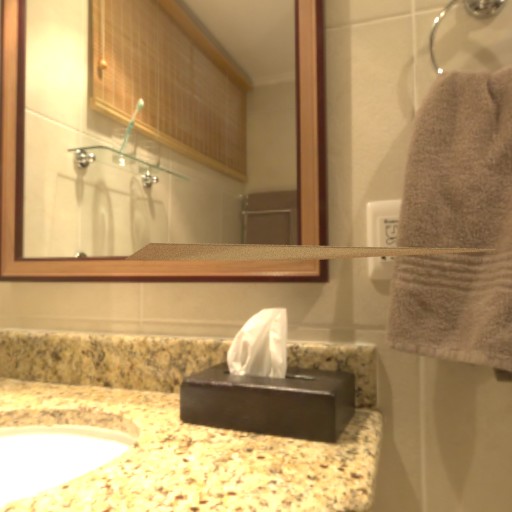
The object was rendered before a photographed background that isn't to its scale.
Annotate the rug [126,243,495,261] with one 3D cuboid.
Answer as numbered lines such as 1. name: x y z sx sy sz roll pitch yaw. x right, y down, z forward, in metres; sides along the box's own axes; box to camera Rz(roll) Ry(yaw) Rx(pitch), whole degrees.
1. rug: 0.000 0.000 2.294 1.234 0.006 1.850 1 -2 -18
